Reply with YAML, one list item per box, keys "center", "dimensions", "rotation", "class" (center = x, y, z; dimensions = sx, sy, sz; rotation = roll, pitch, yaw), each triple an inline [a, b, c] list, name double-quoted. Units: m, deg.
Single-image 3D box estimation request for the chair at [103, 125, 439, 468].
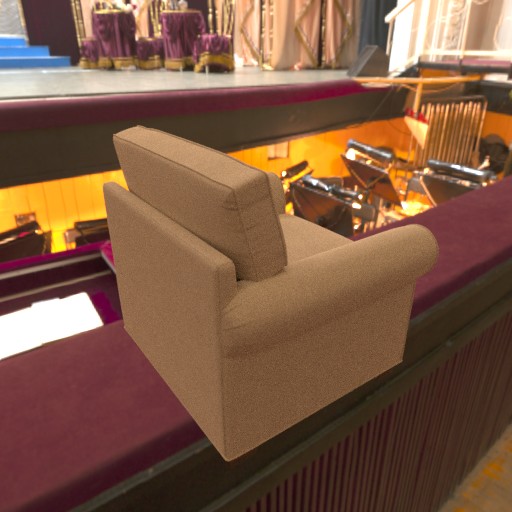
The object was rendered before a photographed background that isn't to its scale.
- center: [0.000, 0.000, 1.742]
  dimensions: [0.863, 0.955, 1.040]
  rotation: [-17, 31, -31]
  class: "chair"
